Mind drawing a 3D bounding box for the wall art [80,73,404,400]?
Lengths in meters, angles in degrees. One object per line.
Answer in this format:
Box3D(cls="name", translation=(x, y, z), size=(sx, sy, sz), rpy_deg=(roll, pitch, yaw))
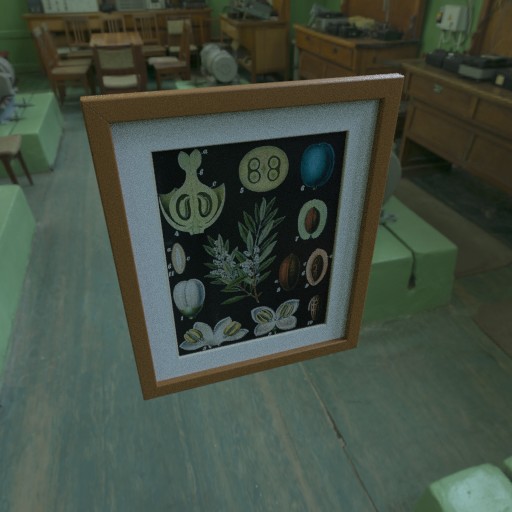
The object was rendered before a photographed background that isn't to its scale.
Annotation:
Box3D(cls="wall art", translation=(0.000, 0.000, 0.747), size=(0.449, 0.550, 0.021), rpy_deg=(-10, 35, -15))
